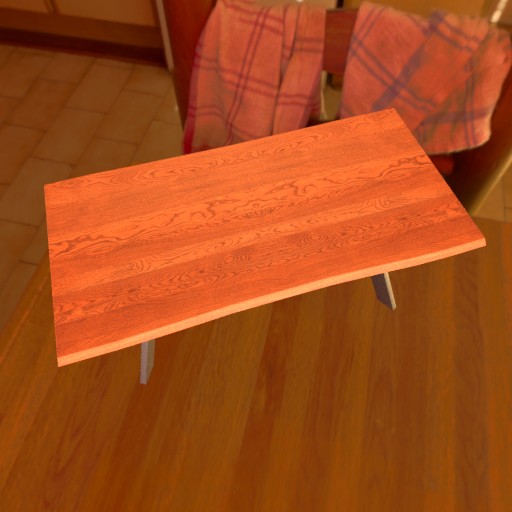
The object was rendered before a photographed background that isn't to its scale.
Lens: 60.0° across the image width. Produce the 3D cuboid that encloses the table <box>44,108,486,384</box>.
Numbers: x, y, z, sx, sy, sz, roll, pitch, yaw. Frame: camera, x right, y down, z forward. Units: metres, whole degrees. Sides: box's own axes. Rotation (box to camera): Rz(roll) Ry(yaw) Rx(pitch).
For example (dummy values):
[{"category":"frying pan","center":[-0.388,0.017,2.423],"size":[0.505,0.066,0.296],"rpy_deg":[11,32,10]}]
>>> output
[{"category":"table","center":[0.000,0.000,2.292],"size":[1.800,0.770,0.900],"rpy_deg":[-15,59,-9]}]
